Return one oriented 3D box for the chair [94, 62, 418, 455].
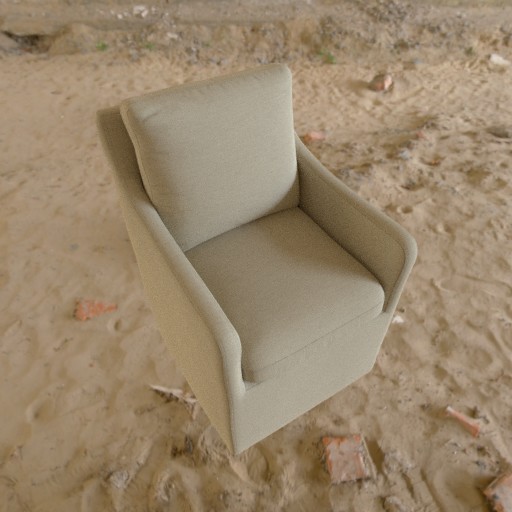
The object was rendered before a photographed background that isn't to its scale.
[{"bbox_3d":[0.000,0.000,1.343,0.626,0.914,0.694,-24,50,-22],"label":"chair"}]
